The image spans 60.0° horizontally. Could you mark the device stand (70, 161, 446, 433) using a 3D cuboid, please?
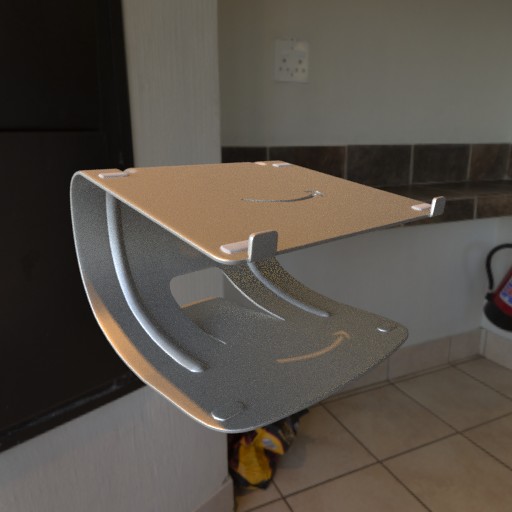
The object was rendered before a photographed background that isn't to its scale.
[{"bbox_3d":[0.000,0.000,0.403,0.256,0.155,0.236,-14,20,-41],"label":"device stand"}]
